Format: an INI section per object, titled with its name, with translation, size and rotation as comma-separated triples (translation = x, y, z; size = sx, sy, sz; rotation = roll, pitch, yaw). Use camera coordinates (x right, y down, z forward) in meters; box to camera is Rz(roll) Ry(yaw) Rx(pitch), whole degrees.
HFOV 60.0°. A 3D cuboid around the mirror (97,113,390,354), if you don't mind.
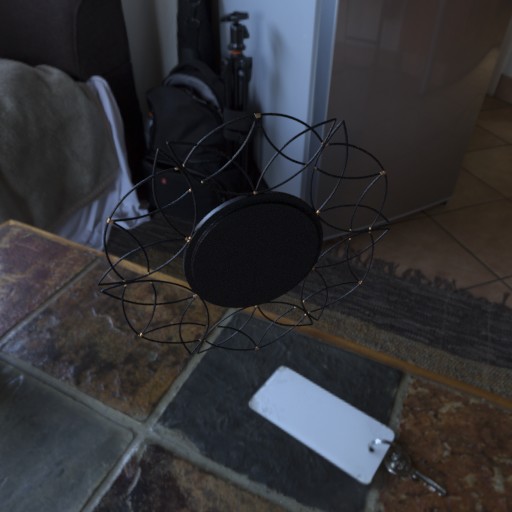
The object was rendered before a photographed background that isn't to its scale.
[mirror]
translation = 0.000, 0.000, 1.157
size = 0.797, 0.775, 0.028
rotation = -12, 43, -13
